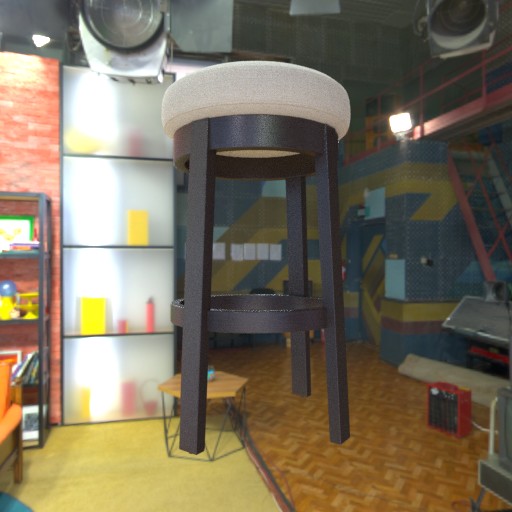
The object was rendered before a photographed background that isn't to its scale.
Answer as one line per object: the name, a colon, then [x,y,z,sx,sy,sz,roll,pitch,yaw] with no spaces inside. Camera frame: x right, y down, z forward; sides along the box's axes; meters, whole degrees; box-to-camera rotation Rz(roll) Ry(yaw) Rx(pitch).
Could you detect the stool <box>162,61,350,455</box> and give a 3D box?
stool: [0.000,0.000,1.025,0.446,0.758,0.446,0,0,0]
